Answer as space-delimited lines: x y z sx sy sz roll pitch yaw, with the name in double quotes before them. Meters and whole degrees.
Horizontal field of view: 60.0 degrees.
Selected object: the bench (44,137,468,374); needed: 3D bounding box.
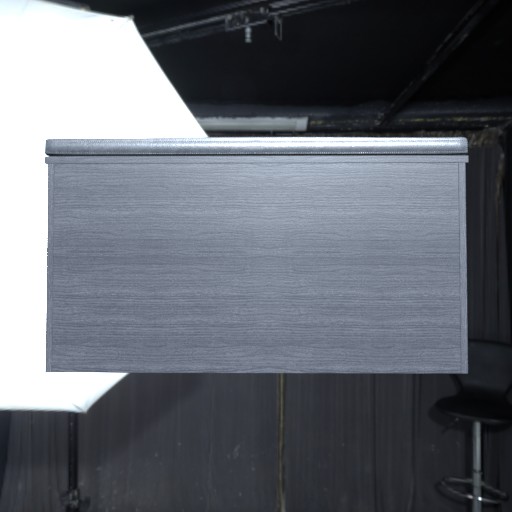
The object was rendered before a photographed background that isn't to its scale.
"bench" 0.000 0.000 1.134 0.905 0.501 0.401 0 -2 1
